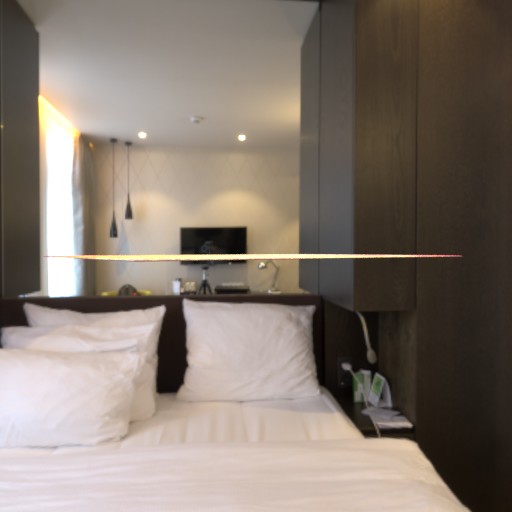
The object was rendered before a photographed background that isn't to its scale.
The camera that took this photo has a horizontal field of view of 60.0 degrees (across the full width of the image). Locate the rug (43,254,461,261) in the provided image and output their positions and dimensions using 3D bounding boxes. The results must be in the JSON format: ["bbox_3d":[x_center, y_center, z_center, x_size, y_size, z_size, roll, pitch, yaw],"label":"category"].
[{"bbox_3d":[0.000,0.000,3.706,2.896,0.013,2.007,-1,1,-37],"label":"rug"}]
